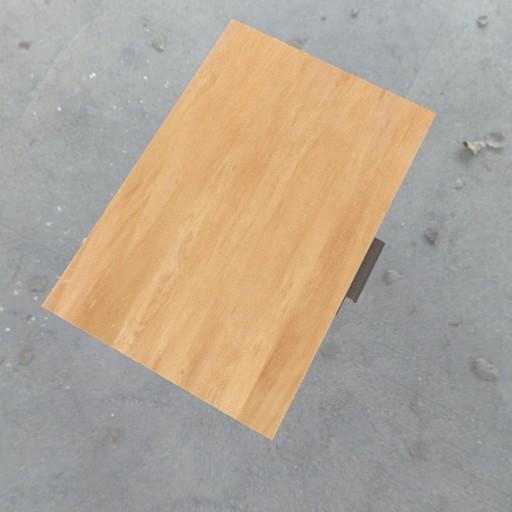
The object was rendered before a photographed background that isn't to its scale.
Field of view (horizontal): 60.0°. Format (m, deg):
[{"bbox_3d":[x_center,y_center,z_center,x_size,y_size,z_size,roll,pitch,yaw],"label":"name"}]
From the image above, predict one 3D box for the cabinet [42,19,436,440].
[{"bbox_3d":[0.000,0.000,0.954,0.394,0.599,0.551,28,78,7],"label":"cabinet"}]
